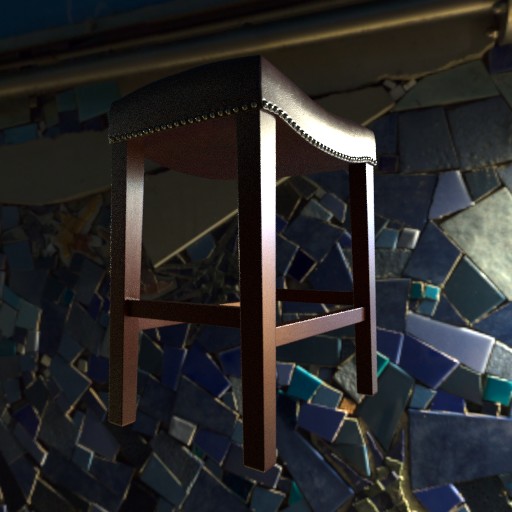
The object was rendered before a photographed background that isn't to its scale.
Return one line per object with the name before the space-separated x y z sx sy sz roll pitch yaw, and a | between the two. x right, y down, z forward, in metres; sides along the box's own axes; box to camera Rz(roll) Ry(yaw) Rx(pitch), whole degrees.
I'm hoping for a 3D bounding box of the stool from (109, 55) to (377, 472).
stool | 0.000 0.000 0.967 0.372 0.657 0.504 0 -1 35
